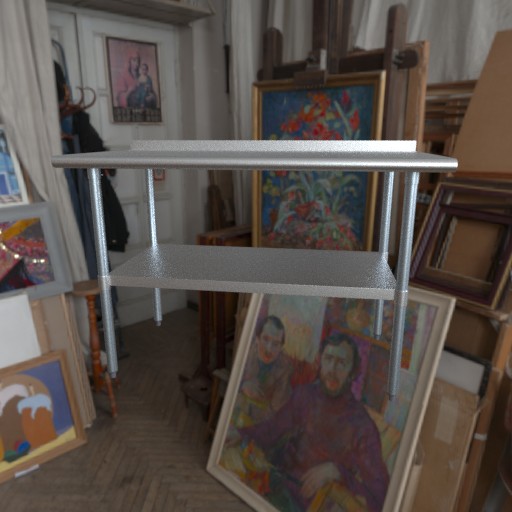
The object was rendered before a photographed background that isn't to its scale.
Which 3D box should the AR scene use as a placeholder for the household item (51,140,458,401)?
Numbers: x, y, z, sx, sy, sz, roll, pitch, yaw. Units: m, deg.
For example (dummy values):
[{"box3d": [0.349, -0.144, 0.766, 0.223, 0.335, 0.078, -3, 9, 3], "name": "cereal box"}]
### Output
[{"box3d": [0.000, 0.000, 1.701, 1.219, 0.851, 0.610, 2, 15, 8], "name": "household item"}]
